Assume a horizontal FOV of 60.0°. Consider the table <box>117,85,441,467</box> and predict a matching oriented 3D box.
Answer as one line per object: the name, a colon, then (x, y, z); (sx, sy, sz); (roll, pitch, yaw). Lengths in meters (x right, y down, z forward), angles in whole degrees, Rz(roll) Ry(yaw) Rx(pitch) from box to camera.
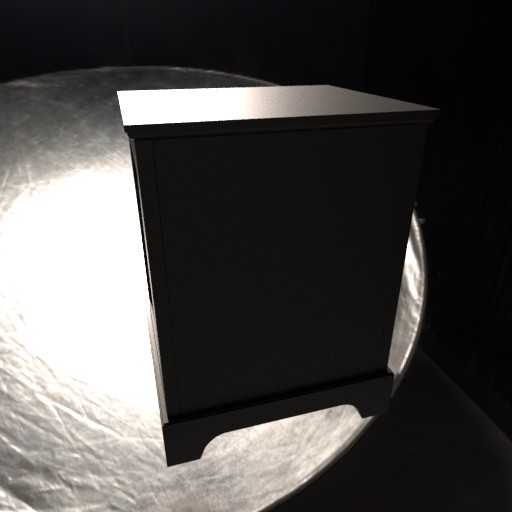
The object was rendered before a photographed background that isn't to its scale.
table: (0.000, 0.000, 0.907); (0.460, 0.610, 0.399); (-8, 27, -15)
